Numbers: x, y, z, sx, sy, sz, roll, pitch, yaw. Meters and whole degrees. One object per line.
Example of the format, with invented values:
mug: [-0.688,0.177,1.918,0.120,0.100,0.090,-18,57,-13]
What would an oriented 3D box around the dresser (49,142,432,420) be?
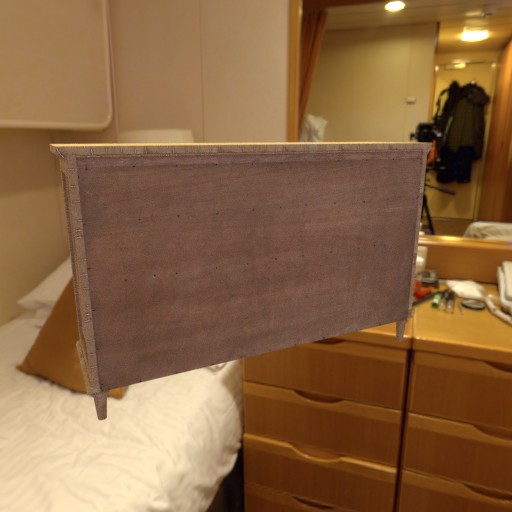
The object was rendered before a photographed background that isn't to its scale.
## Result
dresser: [0.000,0.000,2.064,1.626,1.016,0.457,-7,17,-25]
